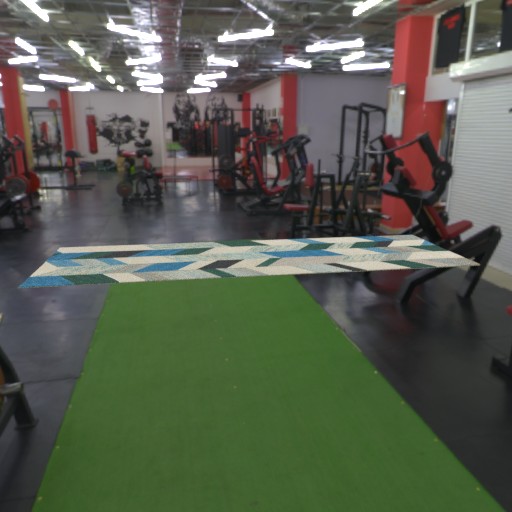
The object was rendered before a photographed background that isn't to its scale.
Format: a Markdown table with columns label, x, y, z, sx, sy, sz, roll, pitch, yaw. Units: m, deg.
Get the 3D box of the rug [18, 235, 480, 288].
| label | x | y | z | sx | sy | sz | roll | pitch | yaw |
| --- | --- | --- | --- | --- | --- | --- | --- | --- | --- |
| rug | 0.000 | 0.000 | 2.671 | 2.437 | 0.008 | 0.774 | -2 | 16 | -9 |
